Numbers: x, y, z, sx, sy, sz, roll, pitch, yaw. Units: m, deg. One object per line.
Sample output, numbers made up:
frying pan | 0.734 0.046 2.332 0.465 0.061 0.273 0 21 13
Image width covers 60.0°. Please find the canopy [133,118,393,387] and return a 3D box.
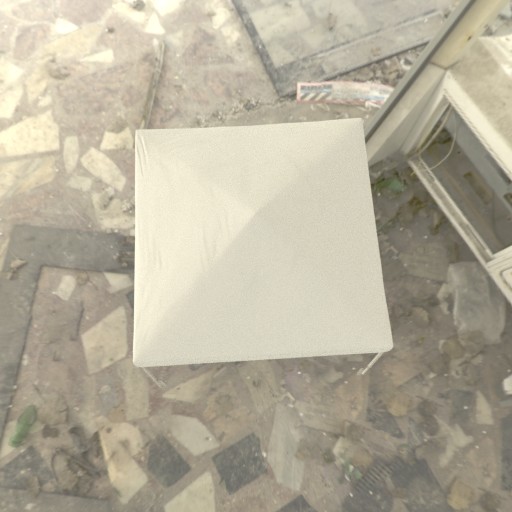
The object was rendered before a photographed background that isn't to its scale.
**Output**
canopy | 0.000 0.000 6.515 3.599 3.600 3.600 -3 75 -1
